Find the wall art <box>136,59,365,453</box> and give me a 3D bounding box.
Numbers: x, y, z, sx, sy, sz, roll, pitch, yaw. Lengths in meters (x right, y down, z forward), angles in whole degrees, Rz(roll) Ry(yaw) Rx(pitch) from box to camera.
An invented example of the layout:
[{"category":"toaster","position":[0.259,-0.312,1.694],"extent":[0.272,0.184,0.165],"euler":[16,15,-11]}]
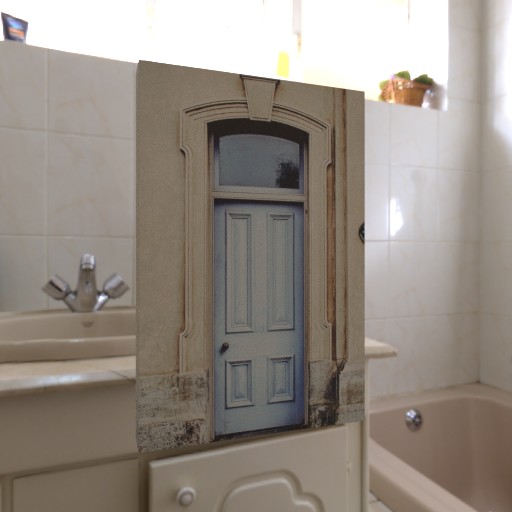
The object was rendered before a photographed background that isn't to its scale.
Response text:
[{"category":"wall art","position":[0.000,0.000,0.489],"extent":[0.254,0.381,0.038],"euler":[0,0,-19]}]
